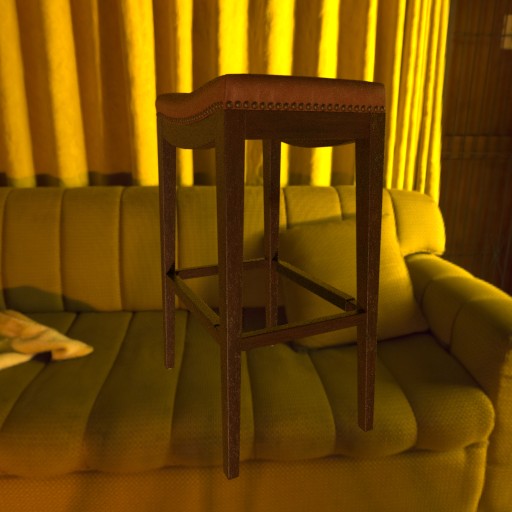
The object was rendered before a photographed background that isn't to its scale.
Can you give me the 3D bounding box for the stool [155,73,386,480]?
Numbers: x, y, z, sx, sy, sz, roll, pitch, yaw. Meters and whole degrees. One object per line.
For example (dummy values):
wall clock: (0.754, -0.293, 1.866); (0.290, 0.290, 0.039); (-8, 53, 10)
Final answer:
stool: (0.000, 0.000, 1.063); (0.361, 0.759, 0.500); (-7, 17, -25)
